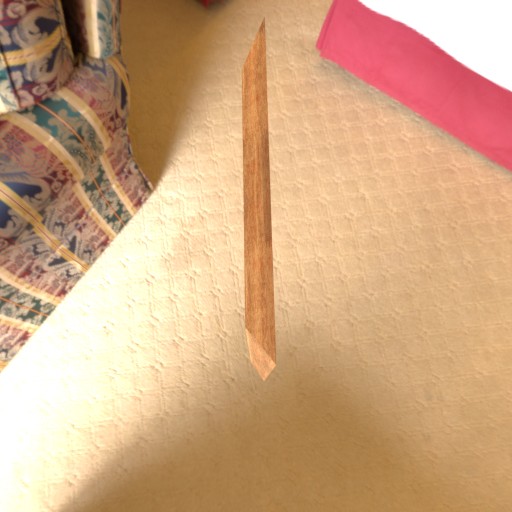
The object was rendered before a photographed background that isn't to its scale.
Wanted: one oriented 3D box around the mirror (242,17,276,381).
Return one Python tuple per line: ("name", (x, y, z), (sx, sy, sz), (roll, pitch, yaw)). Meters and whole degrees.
("mirror", (0.000, 0.000, 1.237), (0.047, 1.010, 0.651), (-1, 73, 0))
